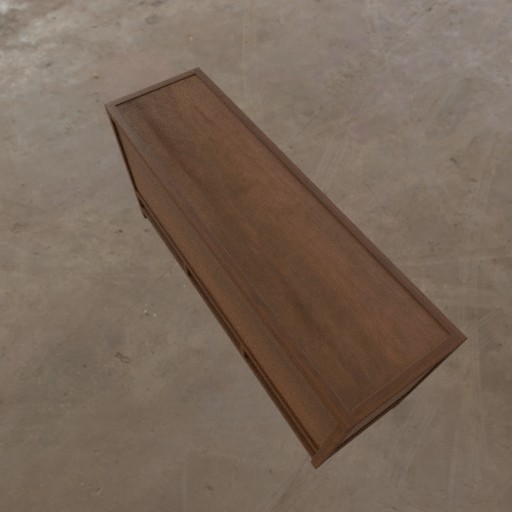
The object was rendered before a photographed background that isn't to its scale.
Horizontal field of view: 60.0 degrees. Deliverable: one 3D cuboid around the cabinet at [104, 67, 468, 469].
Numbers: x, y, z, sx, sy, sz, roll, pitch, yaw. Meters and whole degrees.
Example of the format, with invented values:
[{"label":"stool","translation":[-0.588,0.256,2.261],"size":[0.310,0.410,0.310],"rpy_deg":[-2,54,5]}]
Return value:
[{"label":"cabinet","translation":[0.000,0.000,2.066],"size":[0.522,0.820,1.708],"rpy_deg":[-30,62,-18]}]
